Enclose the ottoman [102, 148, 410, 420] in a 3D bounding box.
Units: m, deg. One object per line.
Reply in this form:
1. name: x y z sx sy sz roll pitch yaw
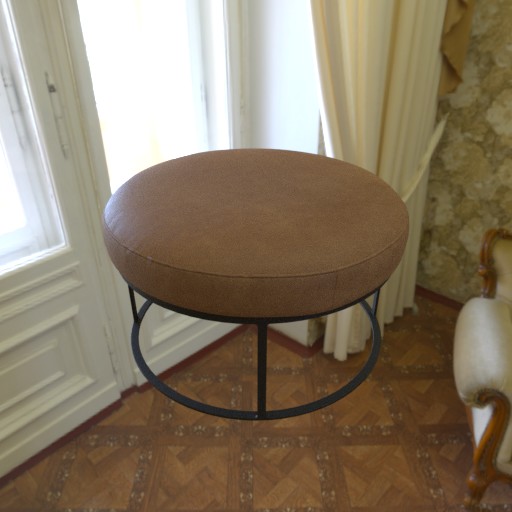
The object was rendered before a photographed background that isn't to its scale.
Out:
1. ottoman: 0.000 0.000 1.231 0.771 0.460 0.771 0 29 0
